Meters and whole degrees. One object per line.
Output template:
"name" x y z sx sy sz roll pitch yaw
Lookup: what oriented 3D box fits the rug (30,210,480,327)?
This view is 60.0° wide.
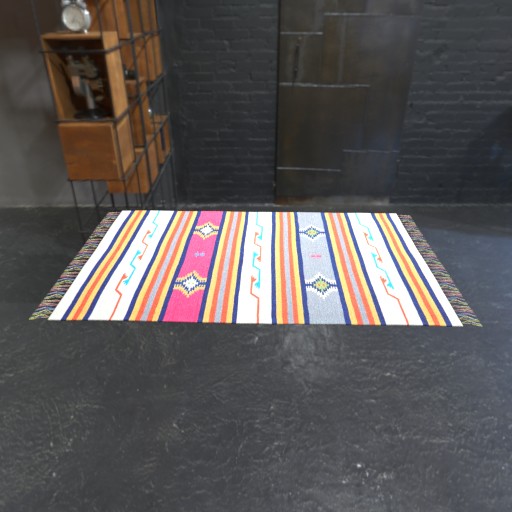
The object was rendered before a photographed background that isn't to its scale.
"rug" 0.000 0.000 2.262 1.849 0.013 1.084 1 30 1
